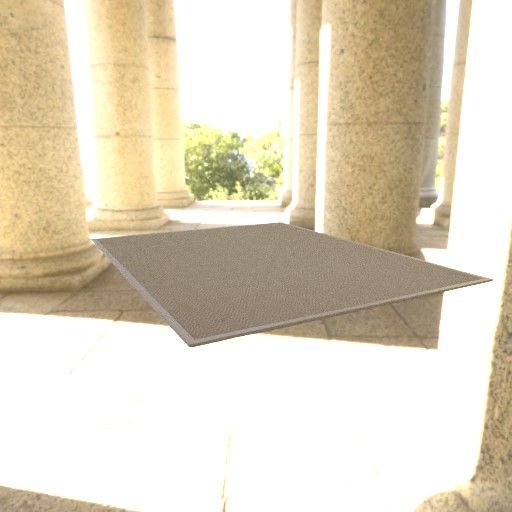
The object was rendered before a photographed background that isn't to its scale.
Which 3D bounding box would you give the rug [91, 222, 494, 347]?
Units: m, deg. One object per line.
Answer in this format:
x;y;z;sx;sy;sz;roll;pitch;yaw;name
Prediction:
0.000;0.000;4.043;2.407;0.020;3.051;-7;15;-28;rug
